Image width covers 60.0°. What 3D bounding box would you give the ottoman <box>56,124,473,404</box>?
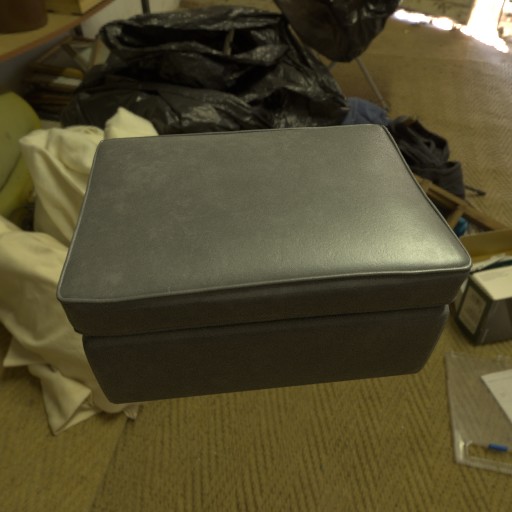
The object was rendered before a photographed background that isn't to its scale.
[{"bbox_3d":[0.000,0.000,1.089,0.756,0.445,0.554,-4,44,-5],"label":"ottoman"}]
